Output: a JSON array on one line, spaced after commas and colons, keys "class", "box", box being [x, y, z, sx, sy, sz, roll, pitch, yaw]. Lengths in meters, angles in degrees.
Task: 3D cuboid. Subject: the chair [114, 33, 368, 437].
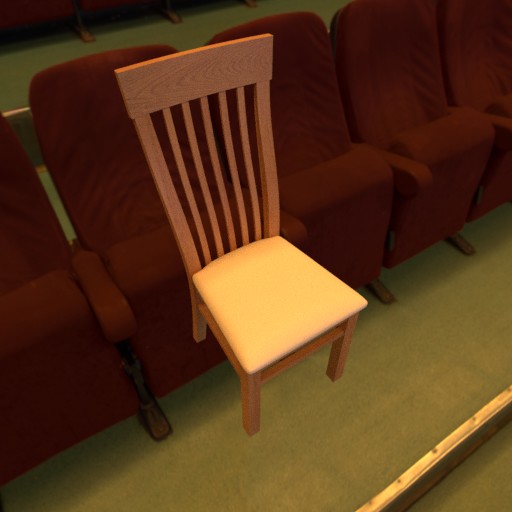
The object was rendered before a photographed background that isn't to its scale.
[{"class": "chair", "box": [0.000, 0.000, 1.357, 0.450, 1.050, 0.580, -25, 50, -23]}]
